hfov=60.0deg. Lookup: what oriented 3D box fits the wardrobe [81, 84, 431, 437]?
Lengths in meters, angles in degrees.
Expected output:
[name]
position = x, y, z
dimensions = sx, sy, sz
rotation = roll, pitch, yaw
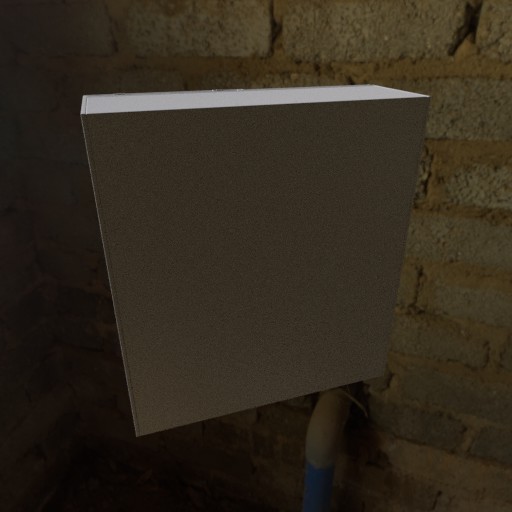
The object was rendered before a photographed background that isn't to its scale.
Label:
[wardrobe]
position = 0.000, 0.000, 2.846
dimensions = 1.780, 1.960, 0.629
rotation = -9, 28, -16
